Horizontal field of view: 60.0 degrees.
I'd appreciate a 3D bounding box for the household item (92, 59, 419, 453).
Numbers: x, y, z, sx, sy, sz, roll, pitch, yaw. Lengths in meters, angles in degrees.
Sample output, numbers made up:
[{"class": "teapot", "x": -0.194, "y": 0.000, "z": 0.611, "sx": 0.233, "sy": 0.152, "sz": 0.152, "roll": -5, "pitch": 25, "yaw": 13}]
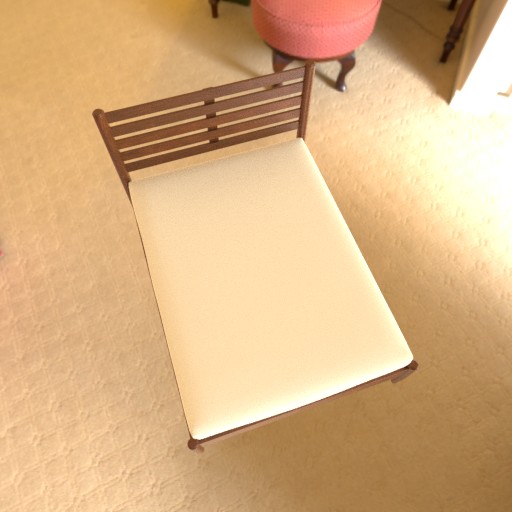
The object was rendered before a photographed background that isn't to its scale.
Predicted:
[{"class": "household item", "x": 0.000, "y": 0.000, "z": 3.294, "sx": 1.663, "sy": 1.356, "sz": 2.232, "roll": -17, "pitch": 63, "yaw": -9}]
